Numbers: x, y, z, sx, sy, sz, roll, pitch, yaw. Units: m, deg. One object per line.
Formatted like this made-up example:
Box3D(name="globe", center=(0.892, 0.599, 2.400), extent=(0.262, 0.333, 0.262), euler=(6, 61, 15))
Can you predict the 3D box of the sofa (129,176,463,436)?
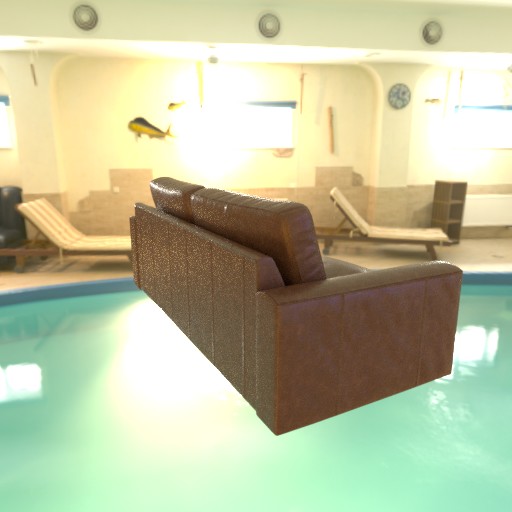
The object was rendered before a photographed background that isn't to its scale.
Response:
Box3D(name="sofa", center=(0.000, 0.000, 2.709), extent=(1.016, 0.873, 2.179), euler=(-8, 16, -28))
